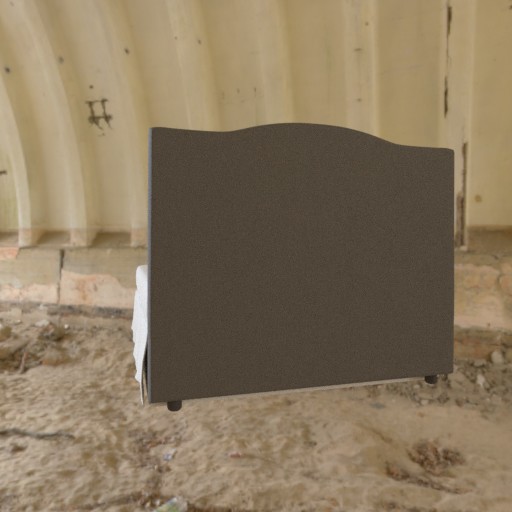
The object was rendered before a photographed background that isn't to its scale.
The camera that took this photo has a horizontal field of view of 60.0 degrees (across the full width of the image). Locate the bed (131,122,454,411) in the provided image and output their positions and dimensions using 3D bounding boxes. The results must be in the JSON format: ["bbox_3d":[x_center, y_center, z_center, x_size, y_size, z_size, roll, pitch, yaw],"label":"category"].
[{"bbox_3d":[0.000,0.000,3.388,1.821,1.436,2.282,0,2,-17],"label":"bed"}]
